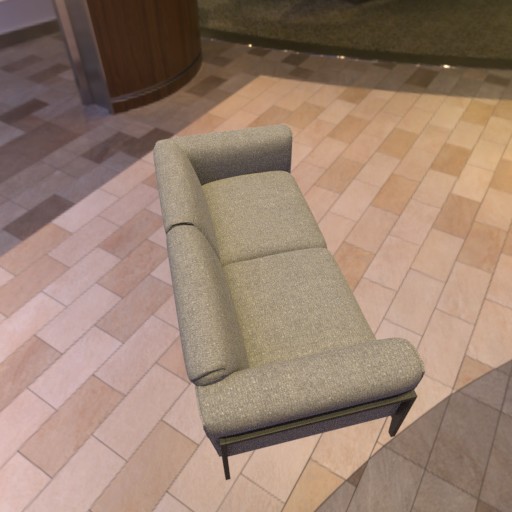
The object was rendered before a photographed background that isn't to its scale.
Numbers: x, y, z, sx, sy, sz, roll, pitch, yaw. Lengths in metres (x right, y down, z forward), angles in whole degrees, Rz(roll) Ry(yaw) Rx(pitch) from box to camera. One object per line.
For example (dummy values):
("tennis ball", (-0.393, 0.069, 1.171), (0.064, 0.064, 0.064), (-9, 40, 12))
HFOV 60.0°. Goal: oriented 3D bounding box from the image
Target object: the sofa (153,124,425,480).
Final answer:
("sofa", (0.000, 0.000, 2.611), (0.985, 0.703, 2.125), (-10, 47, -9))
